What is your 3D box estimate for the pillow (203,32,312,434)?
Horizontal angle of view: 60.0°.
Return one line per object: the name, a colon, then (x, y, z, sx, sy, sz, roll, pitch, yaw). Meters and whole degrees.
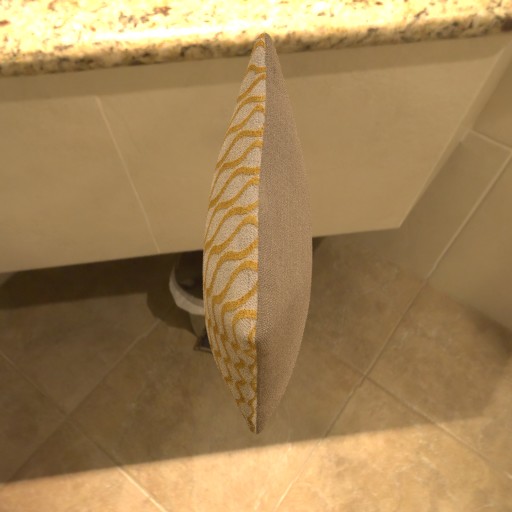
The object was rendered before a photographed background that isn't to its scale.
pillow: (0.000, 0.000, 0.653, 0.159, 0.436, 0.429, 0, 59, 0)
